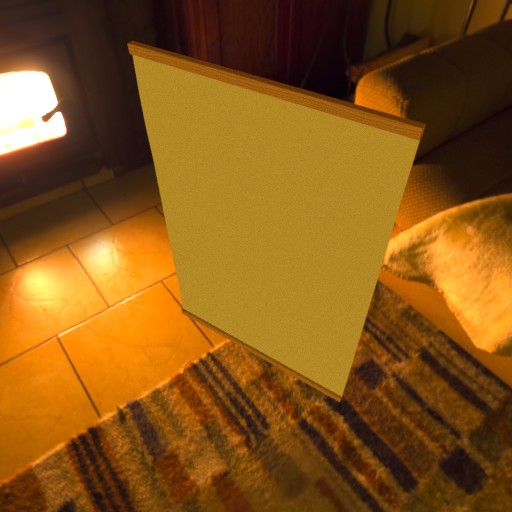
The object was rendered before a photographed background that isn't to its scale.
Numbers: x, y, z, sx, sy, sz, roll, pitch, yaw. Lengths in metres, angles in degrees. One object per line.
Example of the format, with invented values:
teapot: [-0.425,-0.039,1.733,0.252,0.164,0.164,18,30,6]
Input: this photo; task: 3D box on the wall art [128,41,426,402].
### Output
wall art: [0.000,0.000,1.860,1.011,1.521,0.025,25,51,22]
